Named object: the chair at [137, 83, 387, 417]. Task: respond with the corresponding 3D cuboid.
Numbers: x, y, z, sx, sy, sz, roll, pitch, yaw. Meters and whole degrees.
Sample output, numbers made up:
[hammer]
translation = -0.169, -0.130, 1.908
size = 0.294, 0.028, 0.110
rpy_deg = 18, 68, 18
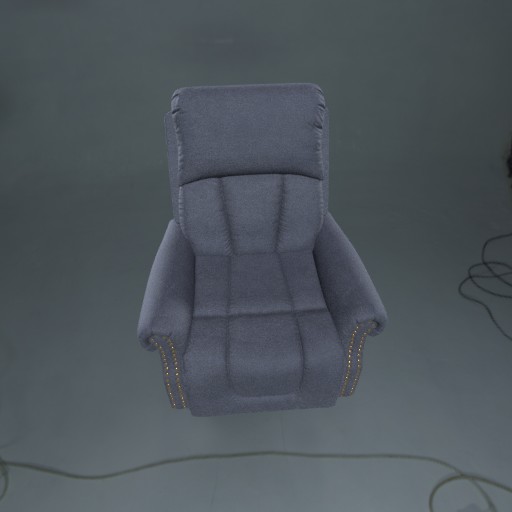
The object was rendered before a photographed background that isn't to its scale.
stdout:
[chair]
translation = 0.000, 0.000, 1.788
size = 0.871, 1.031, 0.979
rpy_deg = -3, 46, -3
